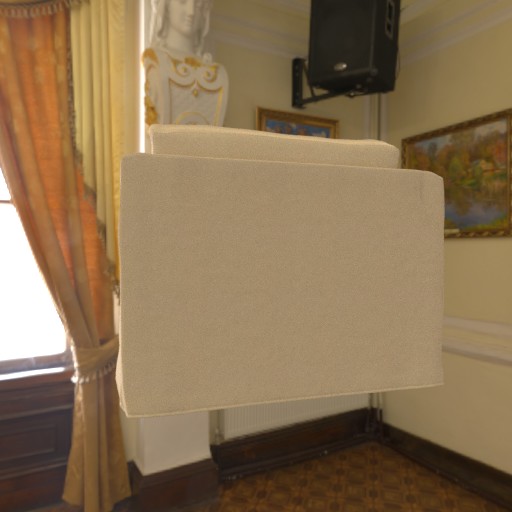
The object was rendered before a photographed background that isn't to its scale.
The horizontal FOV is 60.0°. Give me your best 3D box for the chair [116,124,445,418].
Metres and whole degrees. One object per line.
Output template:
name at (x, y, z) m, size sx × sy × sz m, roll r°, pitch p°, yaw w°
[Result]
chair at (0.000, 0.000, 1.747) m, size 1.057 × 0.851 × 0.947 m, roll 0°, pitch 1°, yaw -17°
